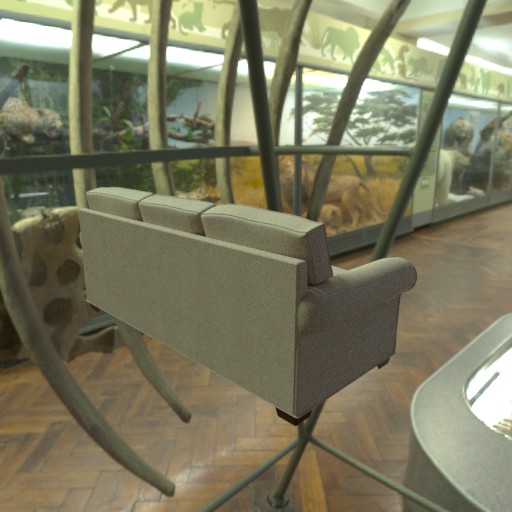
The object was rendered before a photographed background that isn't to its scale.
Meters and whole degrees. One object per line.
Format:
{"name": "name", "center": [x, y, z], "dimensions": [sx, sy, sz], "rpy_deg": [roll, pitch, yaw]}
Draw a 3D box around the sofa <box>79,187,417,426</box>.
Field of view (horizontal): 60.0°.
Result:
{"name": "sofa", "center": [0.000, 0.000, 2.422], "dimensions": [1.226, 0.734, 1.770], "rpy_deg": [-14, 20, -43]}
